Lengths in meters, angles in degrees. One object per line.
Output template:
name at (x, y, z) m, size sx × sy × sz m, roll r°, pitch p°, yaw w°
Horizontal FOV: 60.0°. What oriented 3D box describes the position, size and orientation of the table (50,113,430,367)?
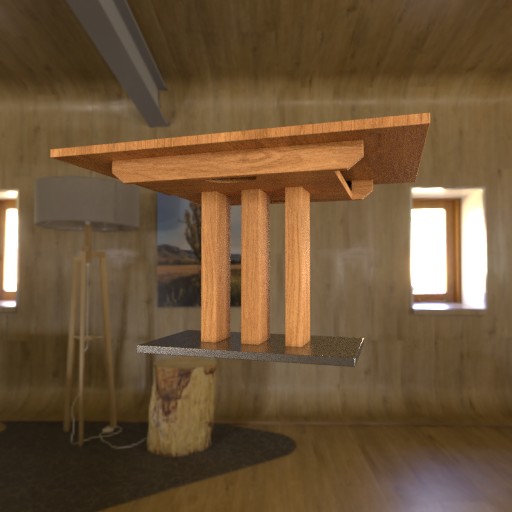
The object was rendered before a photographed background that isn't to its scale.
table at (0.000, 0.000, 1.852) m, size 1.300 × 0.770 × 0.900 m, roll 0°, pitch -2°, yaw 17°
